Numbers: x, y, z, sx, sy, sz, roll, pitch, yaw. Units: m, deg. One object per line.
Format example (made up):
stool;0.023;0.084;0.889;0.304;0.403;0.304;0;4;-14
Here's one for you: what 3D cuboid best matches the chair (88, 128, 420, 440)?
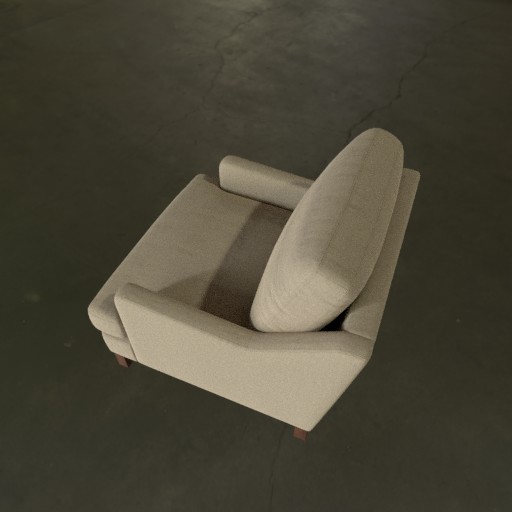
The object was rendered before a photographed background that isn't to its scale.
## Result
chair;0.000;0.000;1.725;1.001;0.916;0.912;17;50;15
